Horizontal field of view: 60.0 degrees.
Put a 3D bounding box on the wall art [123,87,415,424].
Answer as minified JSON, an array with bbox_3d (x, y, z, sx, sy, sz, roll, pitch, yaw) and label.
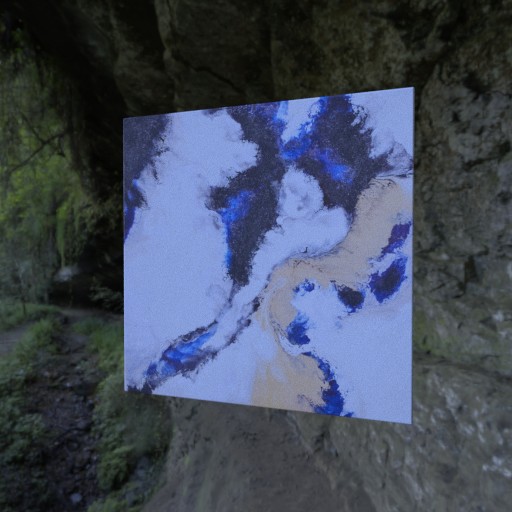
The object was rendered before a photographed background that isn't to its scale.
[{"bbox_3d":[0.000,0.000,0.909,0.609,0.609,0.039,0,1,18],"label":"wall art"}]
